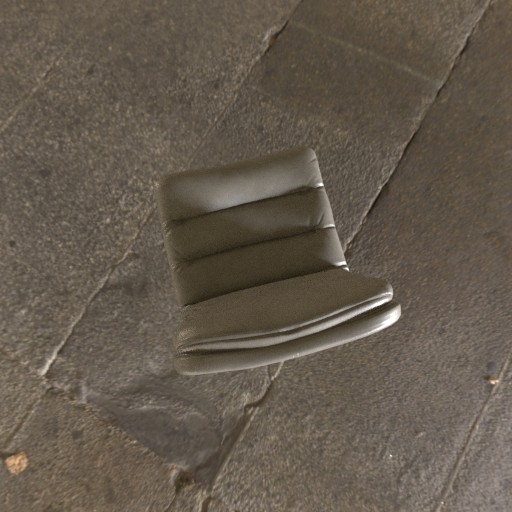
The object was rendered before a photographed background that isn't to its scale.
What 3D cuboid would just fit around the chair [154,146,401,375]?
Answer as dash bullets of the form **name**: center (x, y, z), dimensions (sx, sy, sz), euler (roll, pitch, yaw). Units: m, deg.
- **chair**: center (0.000, 0.000, 1.027), dimensions (0.422, 0.738, 0.485), euler (-13, 76, -3)
